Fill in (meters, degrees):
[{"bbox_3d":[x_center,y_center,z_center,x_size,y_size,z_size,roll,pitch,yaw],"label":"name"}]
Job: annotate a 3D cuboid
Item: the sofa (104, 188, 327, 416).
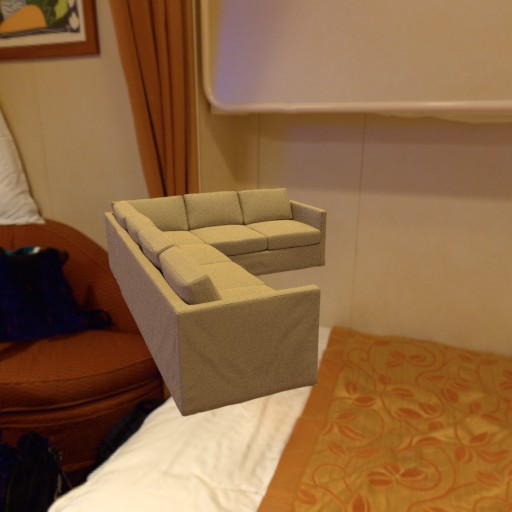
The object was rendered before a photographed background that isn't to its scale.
[{"bbox_3d":[0.000,0.000,4.318,2.432,0.871,3.182,-8,18,-24],"label":"sofa"}]
